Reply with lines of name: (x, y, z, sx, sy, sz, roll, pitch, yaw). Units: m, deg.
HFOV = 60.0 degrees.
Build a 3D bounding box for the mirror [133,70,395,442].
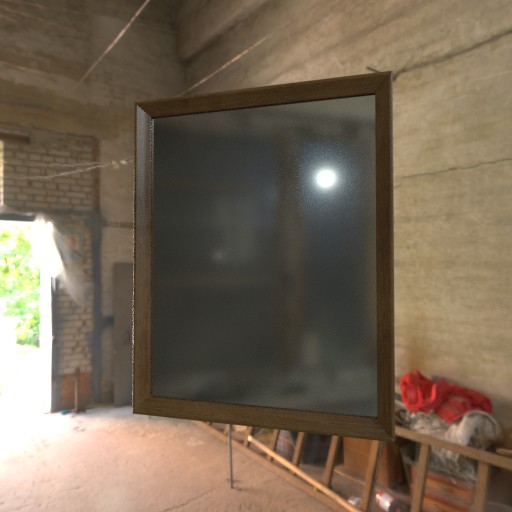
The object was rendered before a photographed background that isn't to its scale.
mirror: (0.000, 0.000, 0.683, 0.406, 0.509, 0.041, 0, -1, 17)
